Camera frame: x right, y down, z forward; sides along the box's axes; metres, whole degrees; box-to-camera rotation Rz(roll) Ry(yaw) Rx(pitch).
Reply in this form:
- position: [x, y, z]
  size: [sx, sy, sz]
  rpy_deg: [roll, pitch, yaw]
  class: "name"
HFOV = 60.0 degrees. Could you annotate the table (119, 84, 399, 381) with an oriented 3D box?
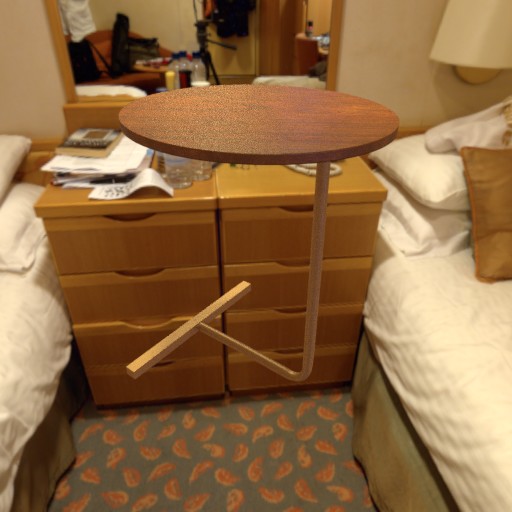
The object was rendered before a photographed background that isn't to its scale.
- position: [0.000, 0.000, 1.100]
  size: [0.577, 0.706, 0.530]
  rpy_deg: [22, 38, 31]
  class: "table"
